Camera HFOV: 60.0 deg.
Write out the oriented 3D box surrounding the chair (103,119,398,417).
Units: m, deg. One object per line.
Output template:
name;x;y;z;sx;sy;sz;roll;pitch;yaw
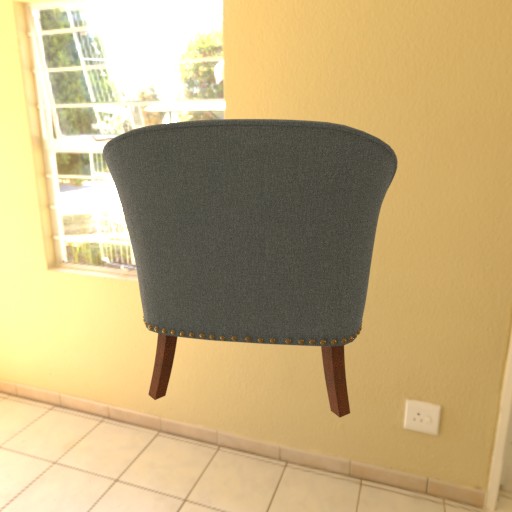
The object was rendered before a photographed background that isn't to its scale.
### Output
chair;0.000;0.000;1.426;0.798;0.815;0.704;2;15;9
